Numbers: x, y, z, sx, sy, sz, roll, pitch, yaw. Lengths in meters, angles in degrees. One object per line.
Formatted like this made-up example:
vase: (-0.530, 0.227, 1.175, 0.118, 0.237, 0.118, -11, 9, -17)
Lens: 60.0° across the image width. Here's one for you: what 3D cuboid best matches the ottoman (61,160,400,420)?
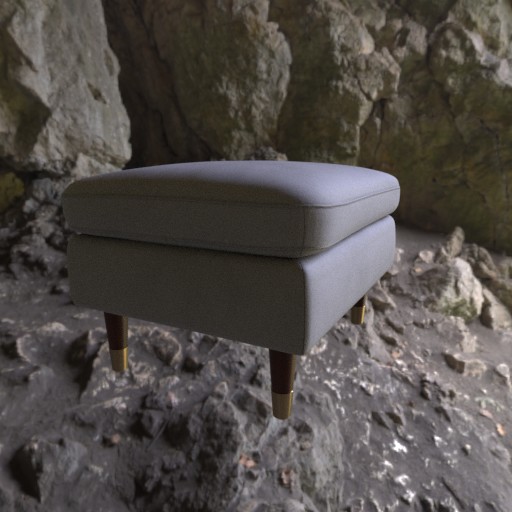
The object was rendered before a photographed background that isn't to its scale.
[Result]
ottoman: (0.000, 0.000, 1.137, 0.593, 0.478, 0.747, 6, 14, 27)
